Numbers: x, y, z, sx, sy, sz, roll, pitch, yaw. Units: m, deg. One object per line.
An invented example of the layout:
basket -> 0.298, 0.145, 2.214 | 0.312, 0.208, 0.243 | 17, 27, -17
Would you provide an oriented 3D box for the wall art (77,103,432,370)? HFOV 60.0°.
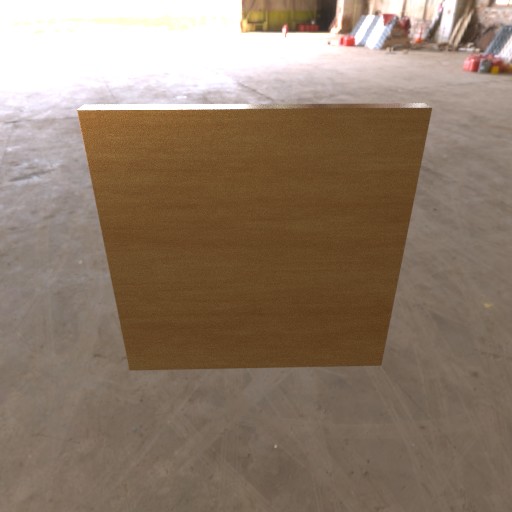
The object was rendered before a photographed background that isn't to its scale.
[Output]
wall art -> 0.000, 0.000, 0.462 | 0.302, 0.302, 0.019 | -1, 31, -1
